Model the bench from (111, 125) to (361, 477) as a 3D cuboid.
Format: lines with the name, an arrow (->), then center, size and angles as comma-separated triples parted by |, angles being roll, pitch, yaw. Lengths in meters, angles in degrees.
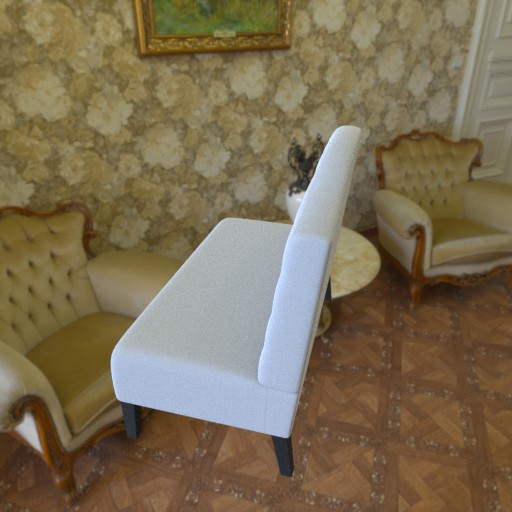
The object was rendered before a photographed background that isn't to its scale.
bench -> 0.000, 0.000, 2.055 | 0.815, 1.180, 1.335 | 7, 29, 13
